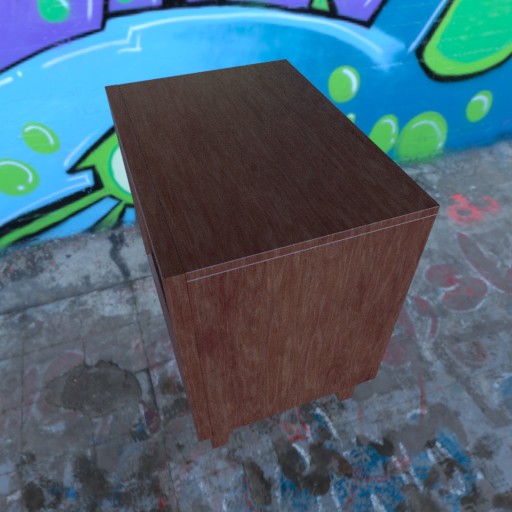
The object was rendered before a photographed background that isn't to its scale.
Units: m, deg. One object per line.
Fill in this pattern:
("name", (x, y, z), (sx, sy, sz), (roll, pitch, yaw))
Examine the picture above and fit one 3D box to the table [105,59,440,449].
("table", (0.000, 0.000, 0.987), (0.449, 0.609, 0.557), (-15, 47, -14))
